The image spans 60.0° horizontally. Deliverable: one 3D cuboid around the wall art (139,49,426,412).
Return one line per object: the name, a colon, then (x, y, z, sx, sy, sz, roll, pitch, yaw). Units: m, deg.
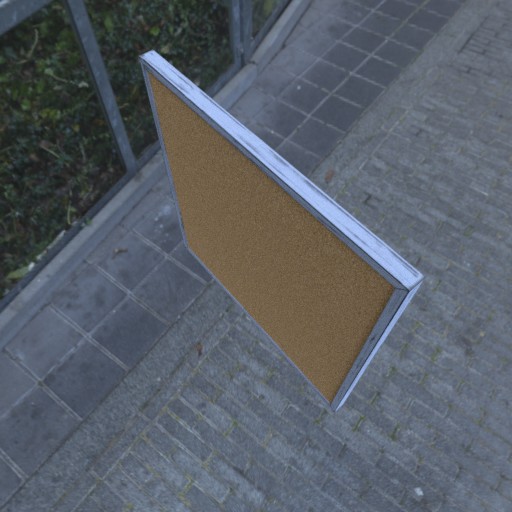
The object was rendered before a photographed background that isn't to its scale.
wall art: (0.000, 0.000, 1.146, 0.037, 0.761, 0.761, -35, 64, -20)
